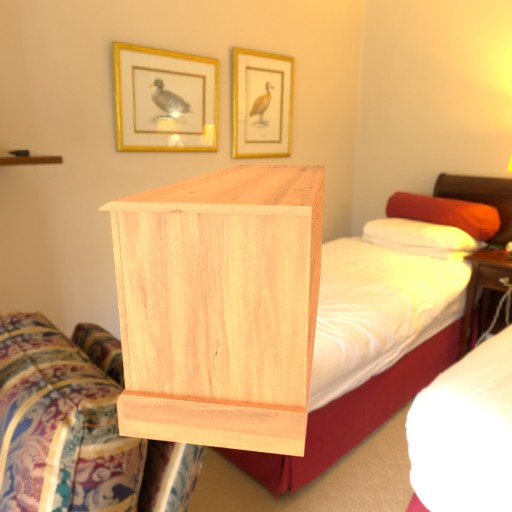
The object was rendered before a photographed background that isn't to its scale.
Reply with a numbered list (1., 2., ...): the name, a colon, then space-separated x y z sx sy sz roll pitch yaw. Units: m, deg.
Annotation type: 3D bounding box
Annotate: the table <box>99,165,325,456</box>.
1. table: 0.000 0.000 1.436 0.400 0.510 1.200 2 15 9
